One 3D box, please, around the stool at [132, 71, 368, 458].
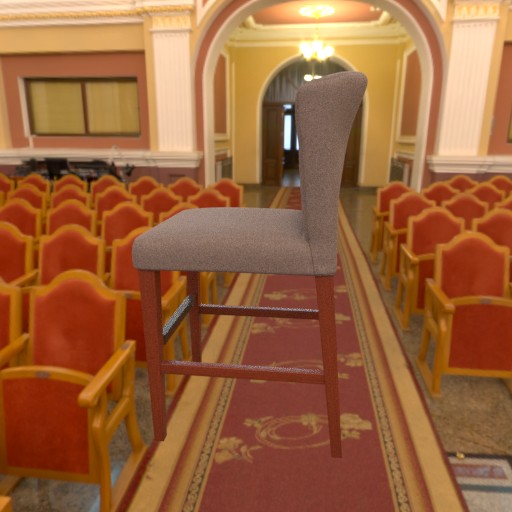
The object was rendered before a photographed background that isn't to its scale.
[{"bbox_3d":[0.000,0.000,1.282,0.568,0.968,0.481,2,15,7],"label":"stool"}]
